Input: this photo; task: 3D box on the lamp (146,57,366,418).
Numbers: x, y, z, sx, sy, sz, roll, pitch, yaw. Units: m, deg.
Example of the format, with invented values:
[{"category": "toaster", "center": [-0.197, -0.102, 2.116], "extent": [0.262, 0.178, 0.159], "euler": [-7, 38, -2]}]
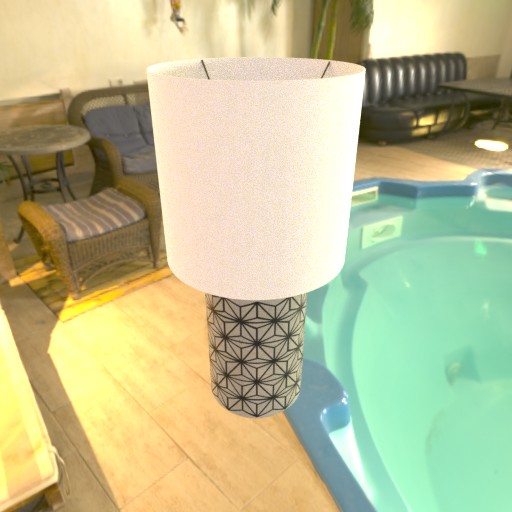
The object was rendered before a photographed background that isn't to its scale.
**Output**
[{"category": "lamp", "center": [0.000, 0.000, 0.526], "extent": [0.206, 0.416, 0.206], "euler": [-20, 35, -33]}]
